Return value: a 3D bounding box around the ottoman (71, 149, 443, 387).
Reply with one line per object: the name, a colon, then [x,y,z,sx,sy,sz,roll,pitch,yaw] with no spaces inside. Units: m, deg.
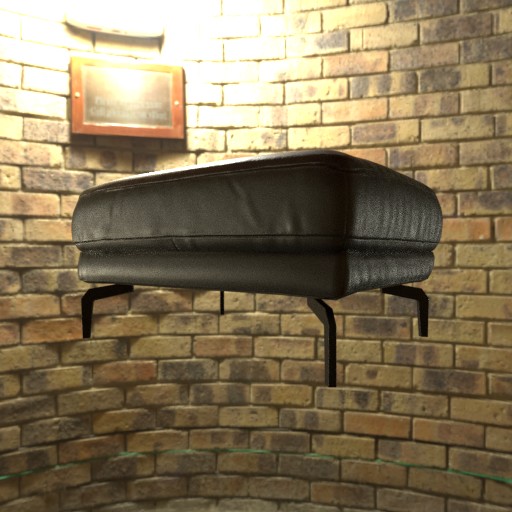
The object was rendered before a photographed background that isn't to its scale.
ottoman: [0.000,0.000,1.089,0.764,0.402,0.570,0,1,36]
